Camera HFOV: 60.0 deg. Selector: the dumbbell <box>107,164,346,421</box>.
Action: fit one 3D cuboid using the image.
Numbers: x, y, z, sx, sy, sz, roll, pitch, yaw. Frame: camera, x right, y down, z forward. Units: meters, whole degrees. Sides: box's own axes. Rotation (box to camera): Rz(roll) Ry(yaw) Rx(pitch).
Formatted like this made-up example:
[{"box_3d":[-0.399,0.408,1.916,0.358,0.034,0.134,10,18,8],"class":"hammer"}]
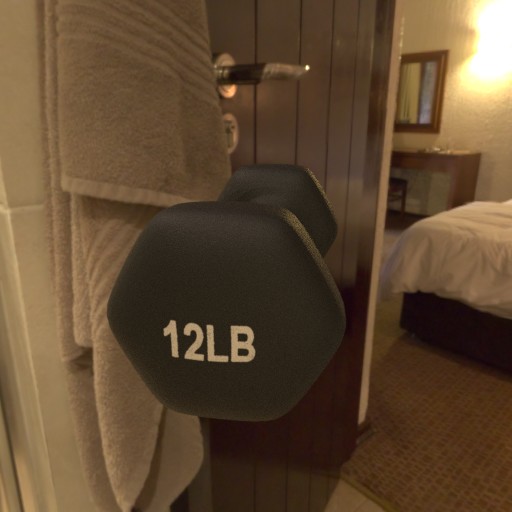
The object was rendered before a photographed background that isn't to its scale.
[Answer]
[{"box_3d":[0.000,0.000,0.292,0.112,0.101,0.231,3,17,9],"class":"dumbbell"}]
